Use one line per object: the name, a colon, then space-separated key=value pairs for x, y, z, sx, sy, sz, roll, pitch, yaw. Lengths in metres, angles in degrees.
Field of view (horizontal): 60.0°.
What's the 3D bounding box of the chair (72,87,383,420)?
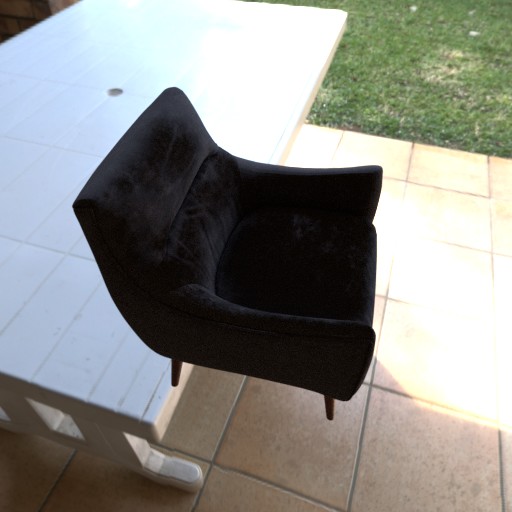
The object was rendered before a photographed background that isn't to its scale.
chair: x=0.000 y=0.000 z=1.464 sx=0.787 sy=0.838 sz=0.762 roll=9 pitch=47 yaw=9
